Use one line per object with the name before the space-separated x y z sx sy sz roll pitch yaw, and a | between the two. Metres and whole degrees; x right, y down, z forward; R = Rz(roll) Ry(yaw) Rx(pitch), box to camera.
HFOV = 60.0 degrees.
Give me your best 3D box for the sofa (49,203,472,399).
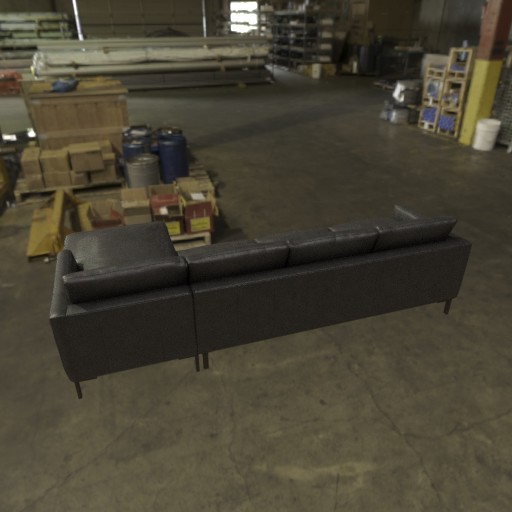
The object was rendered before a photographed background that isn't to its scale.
sofa | 0.000 0.000 3.636 2.993 0.859 1.471 -9 30 -16
